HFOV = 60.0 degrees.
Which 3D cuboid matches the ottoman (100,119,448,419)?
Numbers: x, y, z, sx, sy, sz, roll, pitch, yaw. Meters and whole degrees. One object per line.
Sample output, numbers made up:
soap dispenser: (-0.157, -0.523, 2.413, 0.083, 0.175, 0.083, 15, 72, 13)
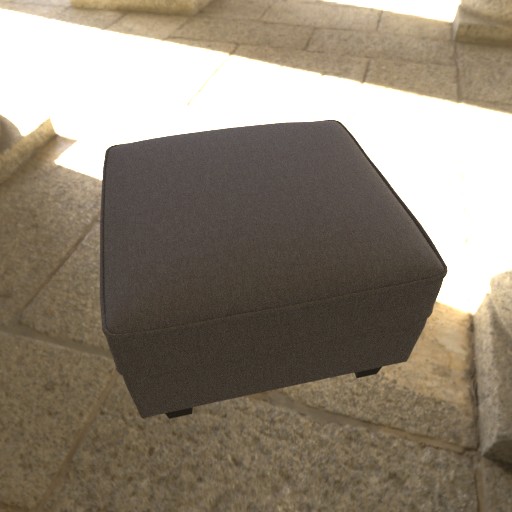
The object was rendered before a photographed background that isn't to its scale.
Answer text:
ottoman: (0.000, 0.000, 1.427, 0.871, 0.612, 0.808, -9, 46, -9)
